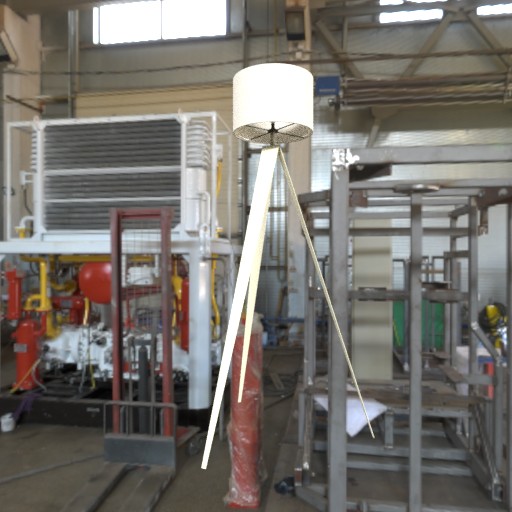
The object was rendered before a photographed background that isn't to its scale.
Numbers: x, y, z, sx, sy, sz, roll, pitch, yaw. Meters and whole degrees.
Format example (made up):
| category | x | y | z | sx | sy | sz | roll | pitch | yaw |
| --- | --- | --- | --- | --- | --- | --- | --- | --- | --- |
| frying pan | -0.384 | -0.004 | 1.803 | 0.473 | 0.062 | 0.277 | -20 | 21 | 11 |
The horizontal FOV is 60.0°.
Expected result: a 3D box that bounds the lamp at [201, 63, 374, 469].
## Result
| category | x | y | z | sx | sy | sz | roll | pitch | yaw |
| --- | --- | --- | --- | --- | --- | --- | --- | --- | --- |
| lamp | 0.000 | 0.000 | 1.940 | 0.724 | 1.524 | 0.716 | 0 | 0 | -36 |
